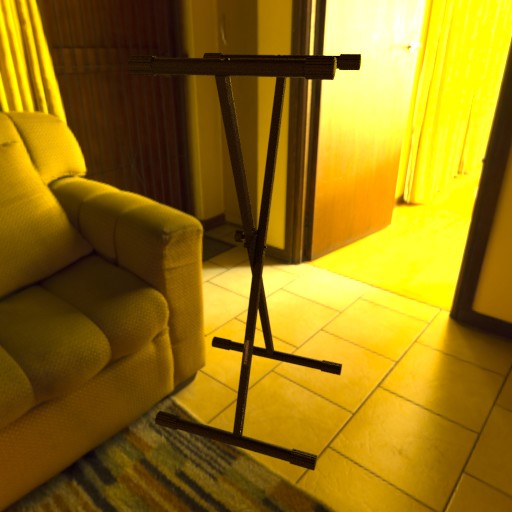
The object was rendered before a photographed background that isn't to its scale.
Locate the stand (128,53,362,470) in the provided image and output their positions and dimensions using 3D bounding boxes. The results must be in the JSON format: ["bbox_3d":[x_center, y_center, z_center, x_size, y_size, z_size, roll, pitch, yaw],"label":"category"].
[{"bbox_3d":[0.000,0.000,1.136,0.449,0.940,0.409,9,27,18],"label":"stand"}]
